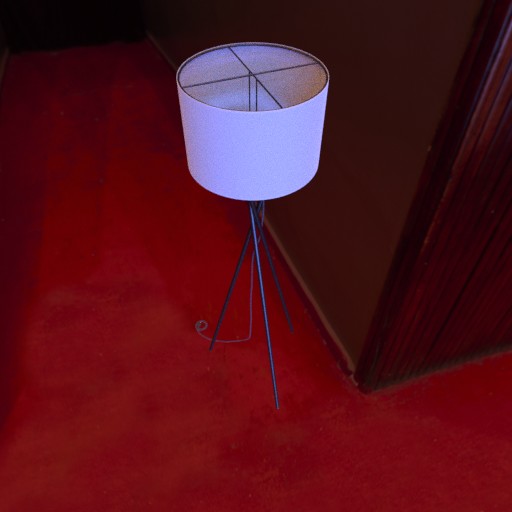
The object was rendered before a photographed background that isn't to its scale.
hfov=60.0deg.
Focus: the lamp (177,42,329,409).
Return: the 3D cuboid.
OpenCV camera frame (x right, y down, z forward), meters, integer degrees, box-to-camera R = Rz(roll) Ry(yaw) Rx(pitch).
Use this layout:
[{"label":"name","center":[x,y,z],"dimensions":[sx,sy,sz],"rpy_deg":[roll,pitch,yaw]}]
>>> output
[{"label":"lamp","center":[0.000,0.000,1.882],"dimensions":[0.522,1.624,0.667],"rpy_deg":[-17,49,-15]}]
